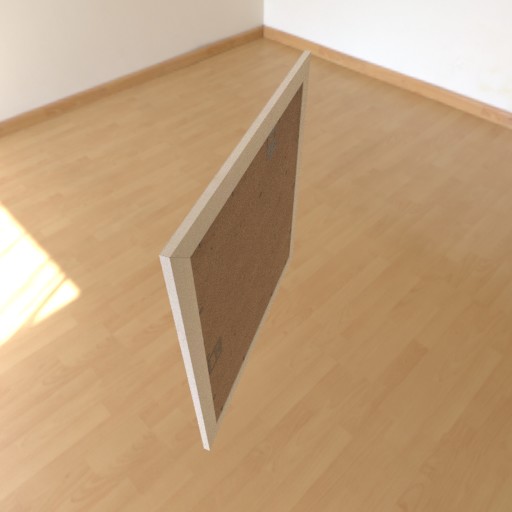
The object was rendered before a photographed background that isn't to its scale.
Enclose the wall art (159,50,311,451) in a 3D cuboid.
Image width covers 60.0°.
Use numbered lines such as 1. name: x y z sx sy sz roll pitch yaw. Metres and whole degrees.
1. wall art: 0.000 0.000 0.891 0.013 0.584 0.584 15 49 14
